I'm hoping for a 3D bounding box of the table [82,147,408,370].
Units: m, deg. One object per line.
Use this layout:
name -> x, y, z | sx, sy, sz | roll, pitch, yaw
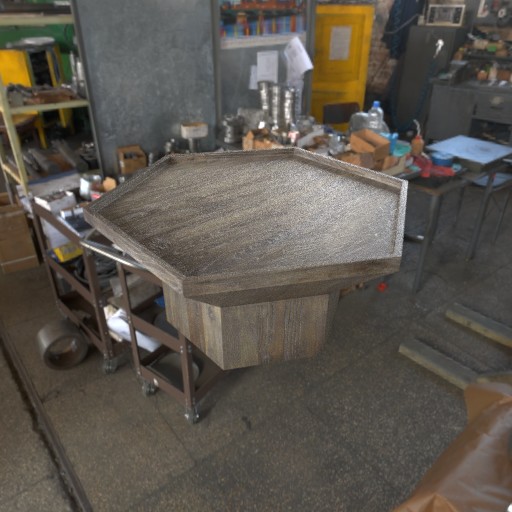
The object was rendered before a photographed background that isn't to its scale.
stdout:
table -> 0.000, 0.000, 1.614 | 0.966, 0.488, 1.115 | 9, 32, 16
